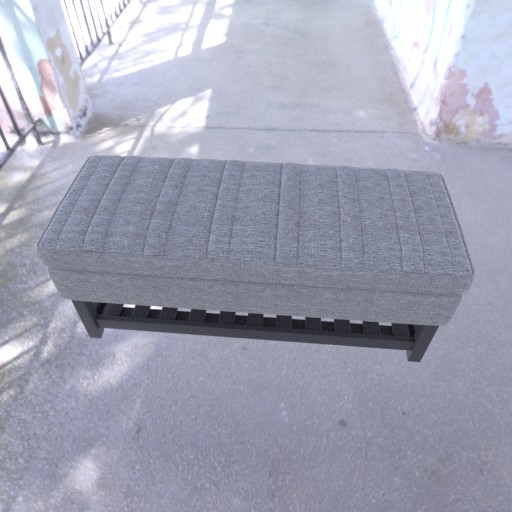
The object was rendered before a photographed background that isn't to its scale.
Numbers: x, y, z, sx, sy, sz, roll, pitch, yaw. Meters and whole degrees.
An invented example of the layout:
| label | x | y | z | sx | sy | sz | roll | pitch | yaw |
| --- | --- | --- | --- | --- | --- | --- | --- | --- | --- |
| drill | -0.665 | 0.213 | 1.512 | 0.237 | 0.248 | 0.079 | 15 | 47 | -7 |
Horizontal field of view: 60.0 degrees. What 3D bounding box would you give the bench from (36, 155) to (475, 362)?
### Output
| label | x | y | z | sx | sy | sz | roll | pitch | yaw |
| --- | --- | --- | --- | --- | --- | --- | --- | --- | --- |
| bench | 0.000 | 0.000 | 1.347 | 1.100 | 0.470 | 0.429 | 4 | 47 | 3 |
